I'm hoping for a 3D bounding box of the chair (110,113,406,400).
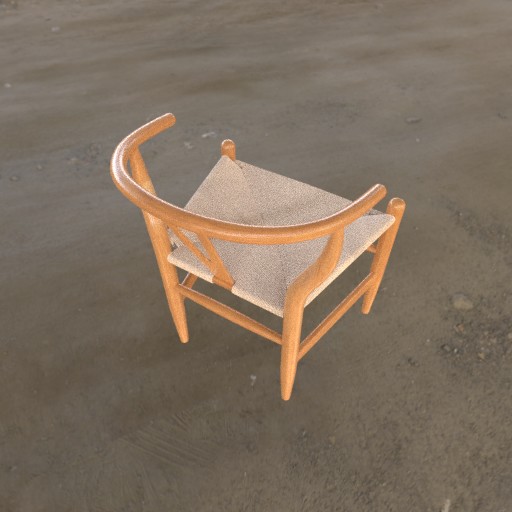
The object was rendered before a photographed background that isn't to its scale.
[{"bbox_3d":[0.000,0.000,1.152,0.569,0.730,0.579,24,51,21],"label":"chair"}]
